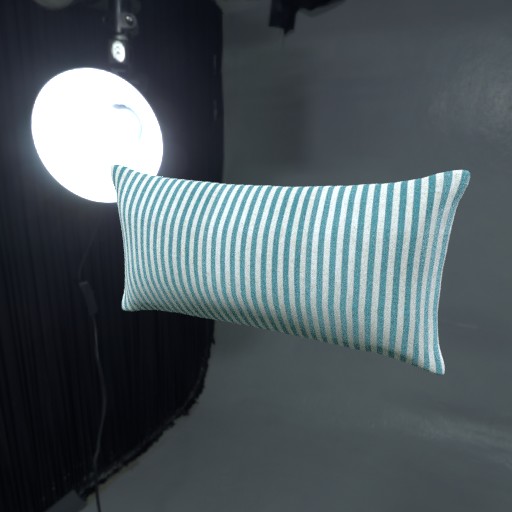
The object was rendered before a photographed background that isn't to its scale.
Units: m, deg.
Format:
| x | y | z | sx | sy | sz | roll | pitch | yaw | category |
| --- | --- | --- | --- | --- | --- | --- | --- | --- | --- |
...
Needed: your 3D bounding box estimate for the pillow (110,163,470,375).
| x | y | z | sx | sy | sz | roll | pitch | yaw | category |
| --- | --- | --- | --- | --- | --- | --- | --- | --- | --- |
| 0.000 | 0.000 | 0.739 | 0.617 | 0.295 | 0.151 | 7 | 15 | 26 | pillow |
